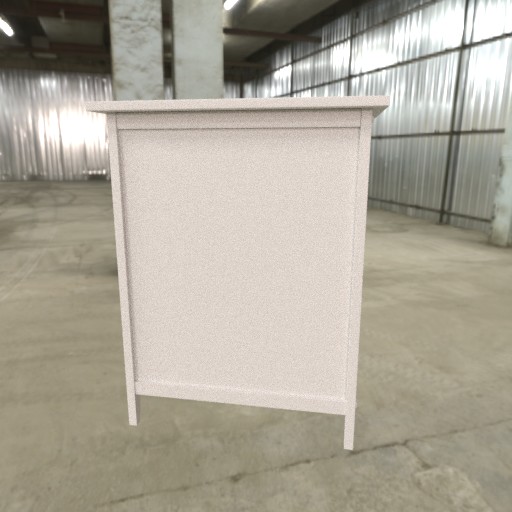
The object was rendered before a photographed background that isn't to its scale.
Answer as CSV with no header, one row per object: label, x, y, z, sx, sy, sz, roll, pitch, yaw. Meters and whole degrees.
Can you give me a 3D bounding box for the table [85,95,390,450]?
table,0.000,0.000,0.777,0.381,0.483,0.381,2,13,10
